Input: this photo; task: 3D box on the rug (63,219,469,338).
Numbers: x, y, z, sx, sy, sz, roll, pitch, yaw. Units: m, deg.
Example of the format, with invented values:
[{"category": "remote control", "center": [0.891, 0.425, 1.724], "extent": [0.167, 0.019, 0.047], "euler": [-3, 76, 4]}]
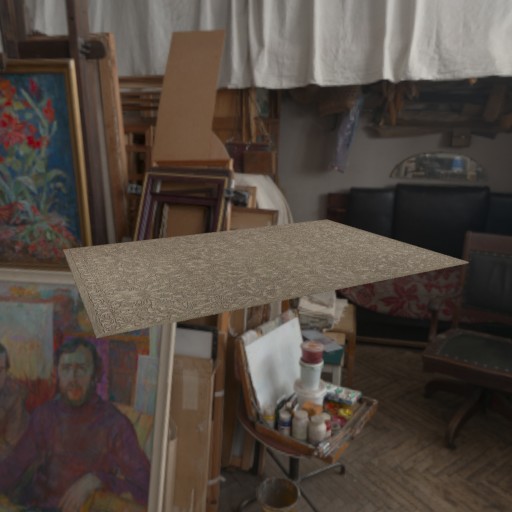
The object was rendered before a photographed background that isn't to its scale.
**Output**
[{"category": "rug", "center": [0.000, 0.000, 2.391], "extent": [1.827, 0.006, 1.221], "euler": [-8, 18, -26]}]
